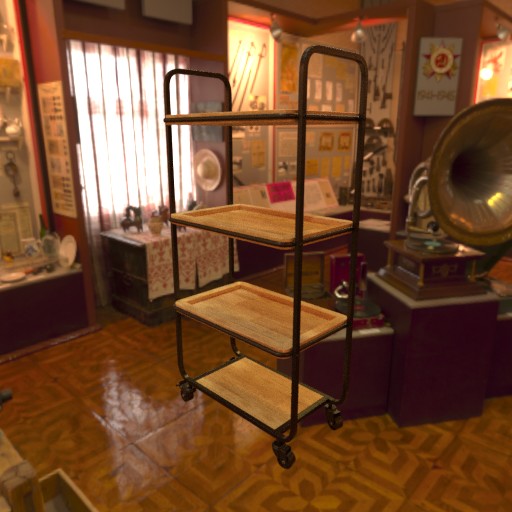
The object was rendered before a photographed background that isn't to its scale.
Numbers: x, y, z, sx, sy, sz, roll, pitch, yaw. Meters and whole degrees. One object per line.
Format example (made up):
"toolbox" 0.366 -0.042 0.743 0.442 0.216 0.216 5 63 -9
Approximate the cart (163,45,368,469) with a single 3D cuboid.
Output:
"cart" 0.000 0.000 1.335 0.545 1.080 0.321 15 21 43
